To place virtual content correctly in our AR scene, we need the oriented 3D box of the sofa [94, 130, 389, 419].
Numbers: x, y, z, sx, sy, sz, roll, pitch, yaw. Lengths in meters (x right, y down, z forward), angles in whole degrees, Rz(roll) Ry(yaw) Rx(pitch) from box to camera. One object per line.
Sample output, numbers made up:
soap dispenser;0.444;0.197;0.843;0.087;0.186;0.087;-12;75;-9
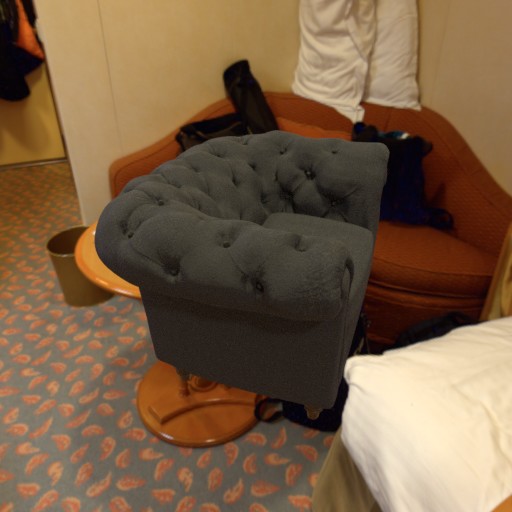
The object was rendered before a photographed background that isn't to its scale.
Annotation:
sofa;0.000;0.000;2.070;1.032;0.878;1.405;11;31;18
